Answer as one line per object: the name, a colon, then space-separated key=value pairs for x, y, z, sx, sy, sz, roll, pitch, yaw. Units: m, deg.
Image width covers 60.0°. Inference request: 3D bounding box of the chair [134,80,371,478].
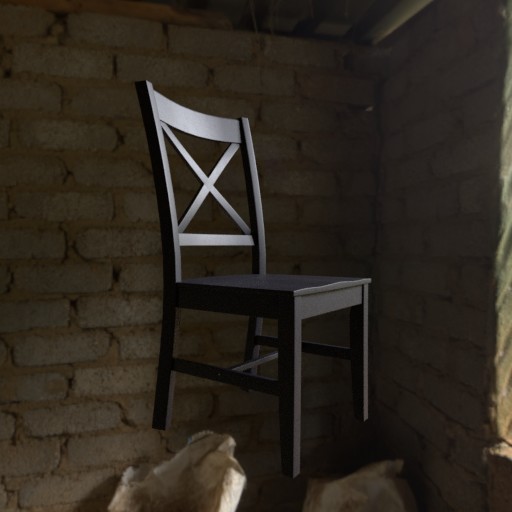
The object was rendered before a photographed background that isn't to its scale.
chair: x=0.000 y=0.000 z=1.308 sx=0.542 sy=0.983 sz=0.485 roll=1 pitch=2 yaw=36
